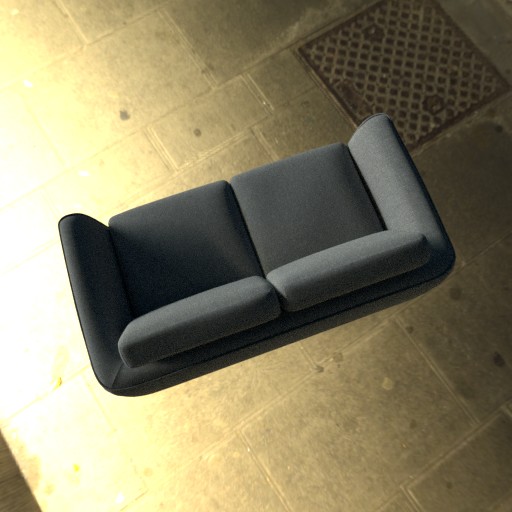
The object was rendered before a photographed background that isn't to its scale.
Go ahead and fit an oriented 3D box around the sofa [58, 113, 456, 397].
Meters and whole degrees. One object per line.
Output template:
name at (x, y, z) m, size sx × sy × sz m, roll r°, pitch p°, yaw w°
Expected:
sofa at (0.000, 0.000, 2.207) m, size 1.700 × 0.870 × 0.920 m, roll -19°, pitch 77°, yaw -5°
